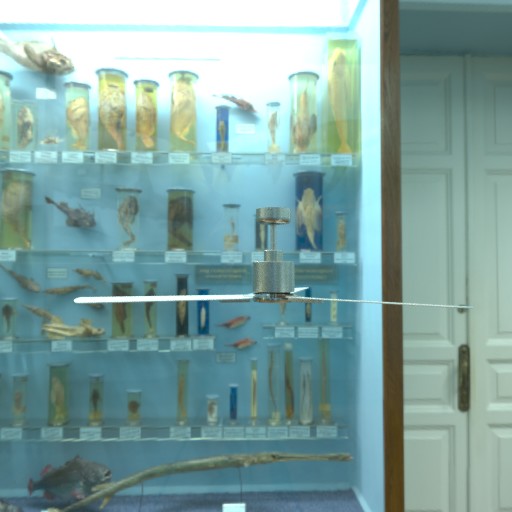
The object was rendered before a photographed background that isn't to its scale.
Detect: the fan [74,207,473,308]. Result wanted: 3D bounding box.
[{"bbox_3d":[0.000,0.000,2.264,1.561,0.446,1.531,0,-2,0],"label":"fan"}]
